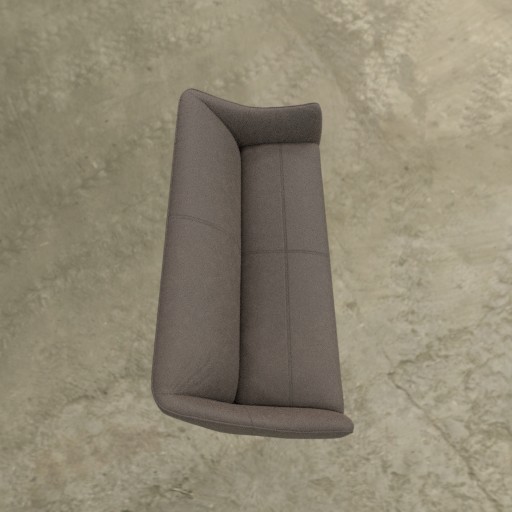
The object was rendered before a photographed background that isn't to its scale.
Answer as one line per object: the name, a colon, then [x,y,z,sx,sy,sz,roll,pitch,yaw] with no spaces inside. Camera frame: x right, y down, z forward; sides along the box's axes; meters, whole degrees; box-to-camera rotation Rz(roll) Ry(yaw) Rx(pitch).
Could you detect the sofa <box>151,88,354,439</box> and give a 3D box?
sofa: [0.000,0.000,2.489,0.869,0.831,1.928,0,63,0]
